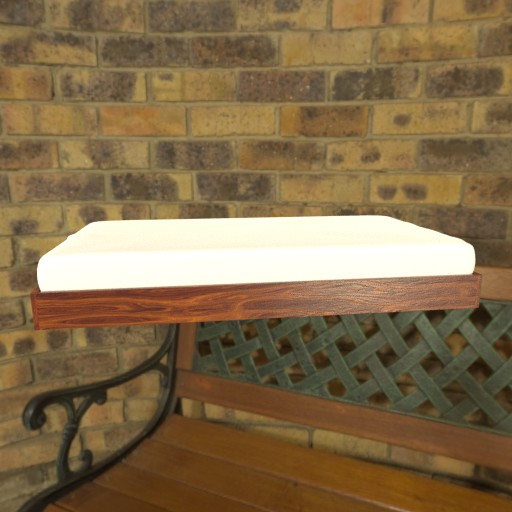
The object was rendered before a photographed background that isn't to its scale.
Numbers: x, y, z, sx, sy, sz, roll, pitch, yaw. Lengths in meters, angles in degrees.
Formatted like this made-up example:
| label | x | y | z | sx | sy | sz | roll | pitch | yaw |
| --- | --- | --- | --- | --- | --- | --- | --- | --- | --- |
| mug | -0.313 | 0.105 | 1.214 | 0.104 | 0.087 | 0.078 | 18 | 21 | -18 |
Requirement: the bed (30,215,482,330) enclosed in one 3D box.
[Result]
| label | x | y | z | sx | sy | sz | roll | pitch | yaw |
| --- | --- | --- | --- | --- | --- | --- | --- | --- | --- |
| bed | 0.000 | 0.000 | 2.256 | 1.860 | 0.312 | 0.940 | -2 | 13 | -8 |
